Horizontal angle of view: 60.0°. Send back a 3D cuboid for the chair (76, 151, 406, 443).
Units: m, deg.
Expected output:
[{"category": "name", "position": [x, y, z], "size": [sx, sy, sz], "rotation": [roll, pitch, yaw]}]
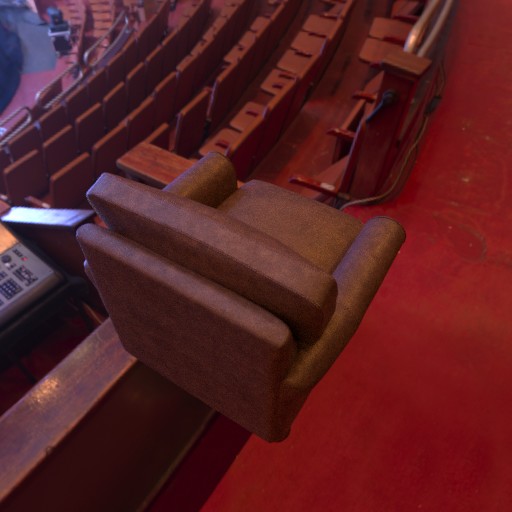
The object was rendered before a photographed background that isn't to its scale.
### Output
[{"category": "chair", "position": [0.000, 0.000, 1.798], "size": [0.996, 0.976, 1.002], "rotation": [25, 53, 21]}]
